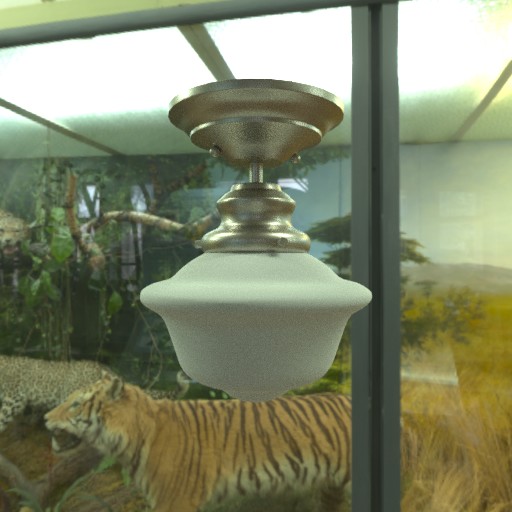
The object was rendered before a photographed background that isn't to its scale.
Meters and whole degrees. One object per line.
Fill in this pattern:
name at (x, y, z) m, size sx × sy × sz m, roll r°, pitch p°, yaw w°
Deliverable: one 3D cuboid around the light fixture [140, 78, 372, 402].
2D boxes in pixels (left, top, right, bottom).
light fixture at (0.000, 0.000, 0.392) m, size 0.199 × 0.254 × 0.199 m, roll 0°, pitch -1°, yaw 0°
